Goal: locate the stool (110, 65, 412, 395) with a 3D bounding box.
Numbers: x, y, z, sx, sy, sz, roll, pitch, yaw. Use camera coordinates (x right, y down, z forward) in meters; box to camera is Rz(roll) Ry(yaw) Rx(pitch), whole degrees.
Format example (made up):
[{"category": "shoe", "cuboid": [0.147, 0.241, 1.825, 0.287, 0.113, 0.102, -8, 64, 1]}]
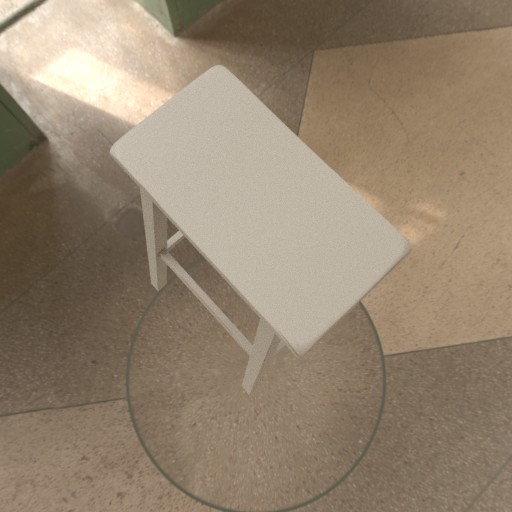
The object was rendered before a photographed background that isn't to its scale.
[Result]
[{"category": "stool", "cuboid": [0.000, 0.000, 1.039, 0.476, 0.737, 0.457, -42, 79, -10]}]
